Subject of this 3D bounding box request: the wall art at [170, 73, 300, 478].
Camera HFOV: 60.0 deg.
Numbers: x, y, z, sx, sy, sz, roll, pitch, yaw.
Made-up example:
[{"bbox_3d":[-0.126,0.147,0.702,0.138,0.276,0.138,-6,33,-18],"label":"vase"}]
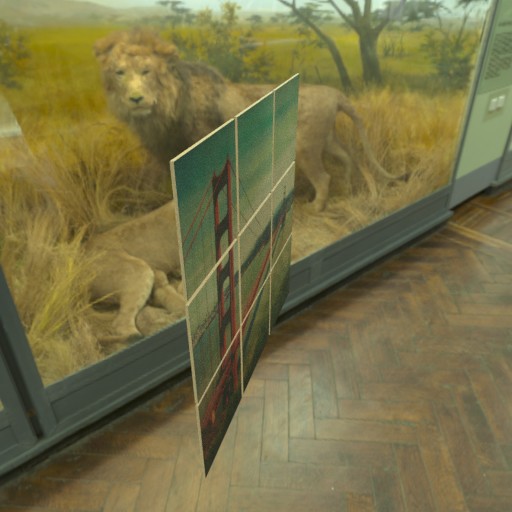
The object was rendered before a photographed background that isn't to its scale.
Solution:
[{"bbox_3d":[0.000,0.000,2.254,0.014,1.507,1.519,10,33,15],"label":"wall art"}]
